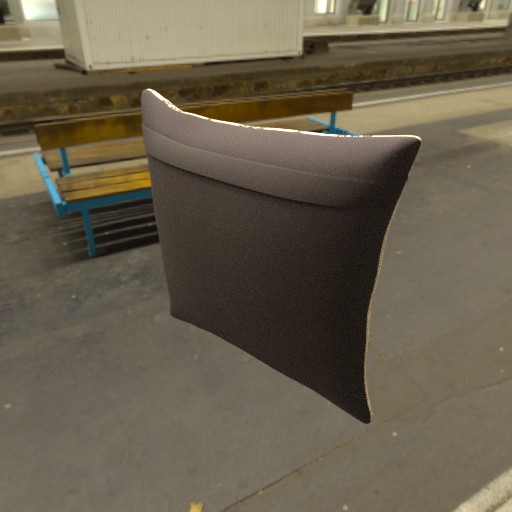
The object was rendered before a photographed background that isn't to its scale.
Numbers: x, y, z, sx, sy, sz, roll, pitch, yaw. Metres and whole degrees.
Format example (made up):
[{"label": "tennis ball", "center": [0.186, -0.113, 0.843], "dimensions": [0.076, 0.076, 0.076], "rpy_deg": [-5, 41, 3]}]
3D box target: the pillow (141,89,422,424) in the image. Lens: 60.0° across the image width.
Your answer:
[{"label": "pillow", "center": [0.000, 0.000, 0.626], "dimensions": [0.405, 0.406, 0.173], "rpy_deg": [22, 37, 32]}]
